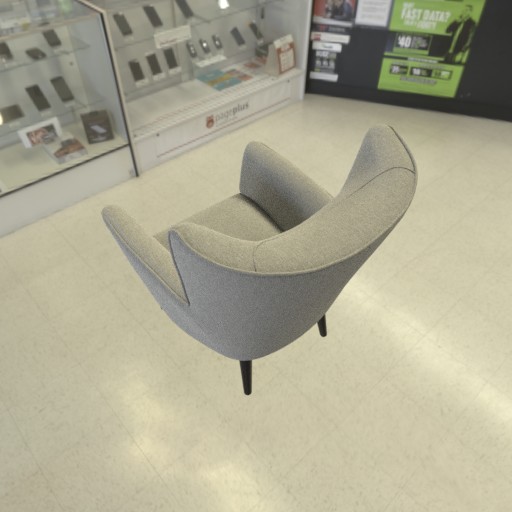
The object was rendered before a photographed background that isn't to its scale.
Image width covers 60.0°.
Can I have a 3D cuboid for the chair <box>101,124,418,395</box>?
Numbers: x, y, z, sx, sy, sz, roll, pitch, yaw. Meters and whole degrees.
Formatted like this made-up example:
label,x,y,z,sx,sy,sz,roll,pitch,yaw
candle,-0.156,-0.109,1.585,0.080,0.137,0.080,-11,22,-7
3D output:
label,x,y,z,sx,sy,sz,roll,pitch,yaw
chair,0.000,0.000,1.608,0.781,0.933,0.888,-31,53,-26
